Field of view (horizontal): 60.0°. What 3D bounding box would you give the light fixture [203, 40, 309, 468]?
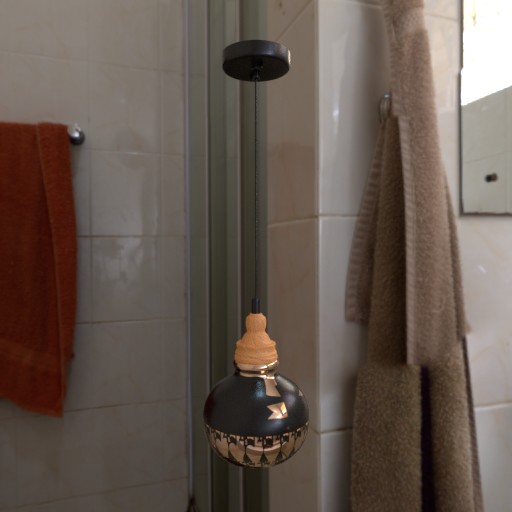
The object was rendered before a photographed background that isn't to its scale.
[{"bbox_3d":[0.000,0.000,1.793,0.430,1.606,0.430,0,1,-17],"label":"light fixture"}]
